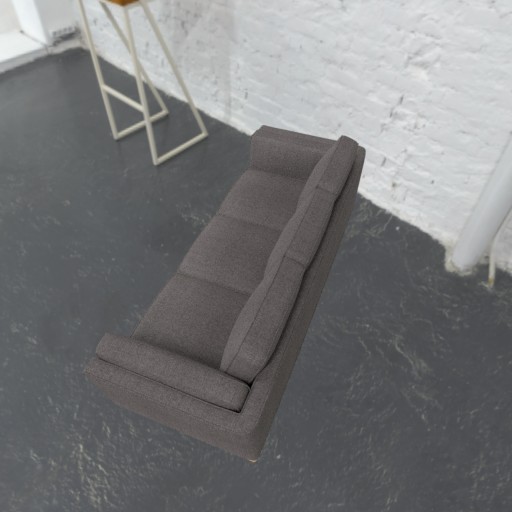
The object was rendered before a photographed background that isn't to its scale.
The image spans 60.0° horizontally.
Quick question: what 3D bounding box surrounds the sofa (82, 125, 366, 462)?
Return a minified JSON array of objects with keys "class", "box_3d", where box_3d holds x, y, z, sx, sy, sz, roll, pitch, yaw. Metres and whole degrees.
[{"class":"sofa","box_3d":[0.000,0.000,2.889,0.903,0.899,2.362,16,49,15]}]
